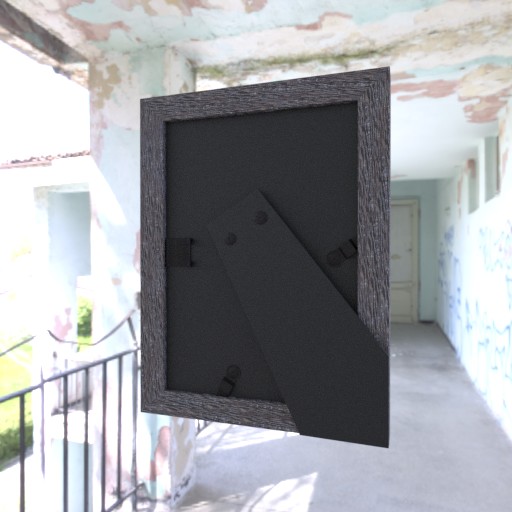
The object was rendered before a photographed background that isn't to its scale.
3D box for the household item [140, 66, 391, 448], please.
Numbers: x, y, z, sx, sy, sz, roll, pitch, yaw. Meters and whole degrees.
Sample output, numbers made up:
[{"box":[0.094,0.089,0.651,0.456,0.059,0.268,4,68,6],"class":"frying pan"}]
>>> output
[{"box":[0.000,0.000,0.277,0.160,0.210,0.020,0,0,19],"class":"household item"}]
